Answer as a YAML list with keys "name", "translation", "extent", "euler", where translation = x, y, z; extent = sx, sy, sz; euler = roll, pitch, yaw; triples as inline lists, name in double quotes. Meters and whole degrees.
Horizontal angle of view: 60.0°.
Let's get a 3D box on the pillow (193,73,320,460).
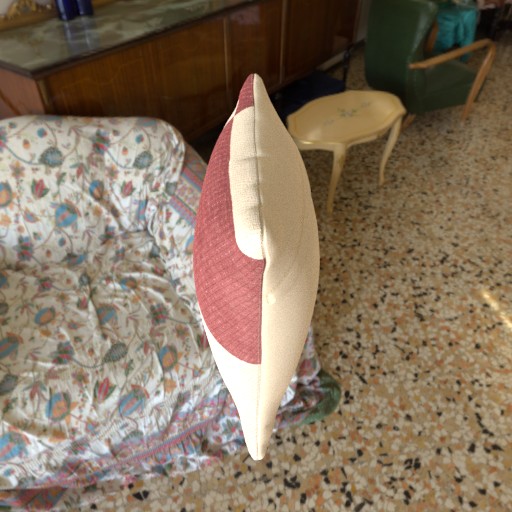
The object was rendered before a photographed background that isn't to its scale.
- name: "pillow"
  translation: [0.000, 0.000, 0.820]
  extent: [0.229, 0.506, 0.536]
  euler: [-1, 42, -1]
